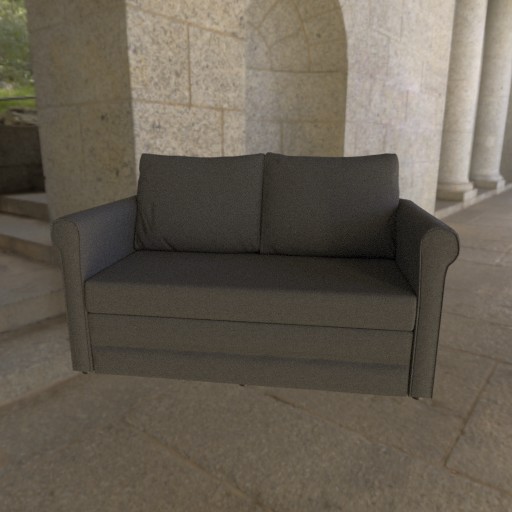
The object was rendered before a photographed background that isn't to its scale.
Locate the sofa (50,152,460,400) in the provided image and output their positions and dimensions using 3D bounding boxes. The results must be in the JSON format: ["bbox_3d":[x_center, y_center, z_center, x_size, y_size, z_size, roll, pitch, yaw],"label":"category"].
[{"bbox_3d":[0.000,0.000,1.931,1.460,0.872,0.741,2,14,8],"label":"sofa"}]
